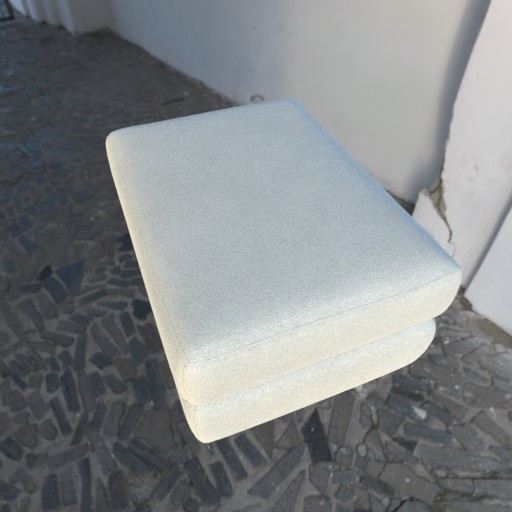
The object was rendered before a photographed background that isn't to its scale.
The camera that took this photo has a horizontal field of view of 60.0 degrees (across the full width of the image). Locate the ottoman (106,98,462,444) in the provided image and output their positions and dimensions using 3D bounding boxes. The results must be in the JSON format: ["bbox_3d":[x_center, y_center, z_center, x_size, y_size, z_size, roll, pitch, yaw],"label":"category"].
[{"bbox_3d":[0.000,0.000,1.129,0.569,0.499,0.773,-16,48,-15],"label":"ottoman"}]
